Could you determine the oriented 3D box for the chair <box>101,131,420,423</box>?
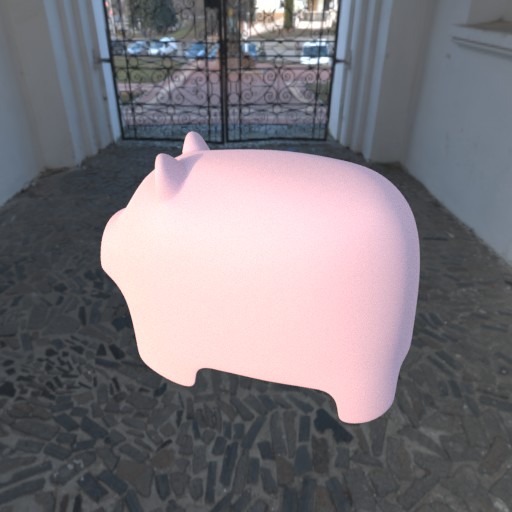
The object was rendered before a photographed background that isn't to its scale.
[{"bbox_3d":[0.000,0.000,0.857,0.619,0.423,0.364,7,32,12],"label":"chair"}]
